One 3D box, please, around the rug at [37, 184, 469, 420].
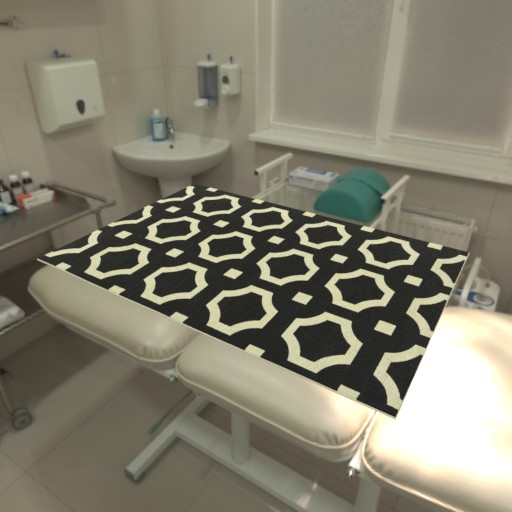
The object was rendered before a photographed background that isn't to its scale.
[{"bbox_3d":[0.000,0.000,2.829,2.286,0.016,1.555,18,35,28],"label":"rug"}]
